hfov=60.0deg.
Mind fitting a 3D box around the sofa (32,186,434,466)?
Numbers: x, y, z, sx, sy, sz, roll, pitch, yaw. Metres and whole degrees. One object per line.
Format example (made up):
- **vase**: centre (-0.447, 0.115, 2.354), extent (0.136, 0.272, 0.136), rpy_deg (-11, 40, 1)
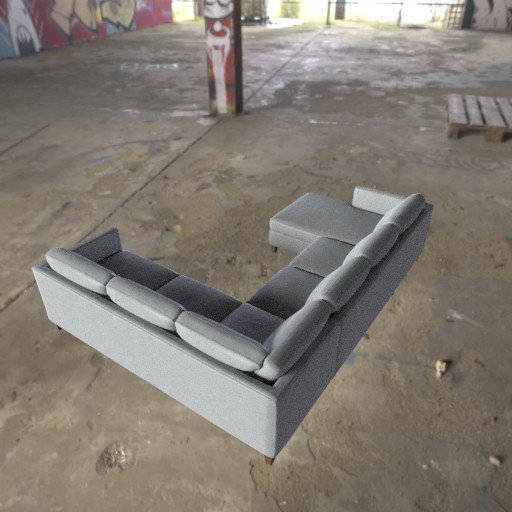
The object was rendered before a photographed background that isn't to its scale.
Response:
- **sofa**: centre (0.000, 0.000, 4.460), extent (2.551, 0.853, 3.238), rpy_deg (21, 38, 29)
